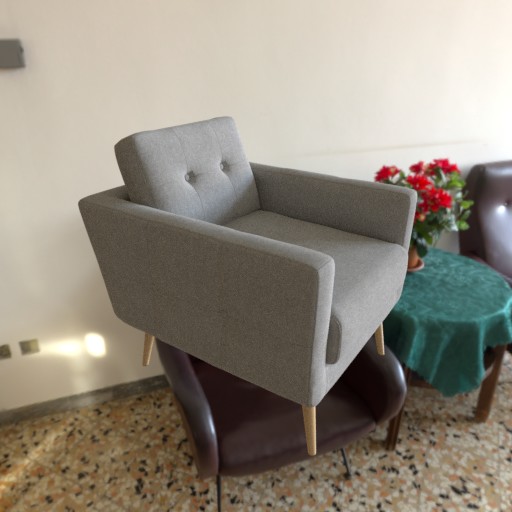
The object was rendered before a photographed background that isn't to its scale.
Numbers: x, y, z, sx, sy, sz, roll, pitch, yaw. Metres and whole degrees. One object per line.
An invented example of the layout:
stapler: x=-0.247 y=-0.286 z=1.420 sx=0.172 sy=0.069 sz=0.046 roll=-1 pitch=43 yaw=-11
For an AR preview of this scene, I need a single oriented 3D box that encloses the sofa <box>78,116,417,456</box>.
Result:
sofa: x=0.000 y=0.000 z=1.569 sx=0.920 sy=0.860 sz=0.770 roll=17 pitch=30 yaw=31
